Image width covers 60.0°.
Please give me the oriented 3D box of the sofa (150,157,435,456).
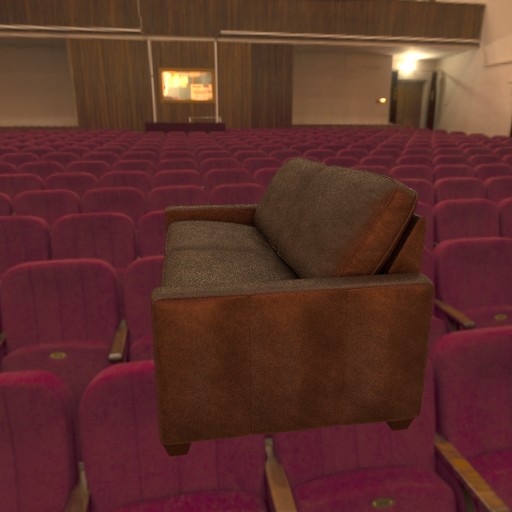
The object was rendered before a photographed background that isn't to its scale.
[{"bbox_3d":[0.000,0.000,2.234,0.939,0.916,1.732,-3,16,-9],"label":"sofa"}]
